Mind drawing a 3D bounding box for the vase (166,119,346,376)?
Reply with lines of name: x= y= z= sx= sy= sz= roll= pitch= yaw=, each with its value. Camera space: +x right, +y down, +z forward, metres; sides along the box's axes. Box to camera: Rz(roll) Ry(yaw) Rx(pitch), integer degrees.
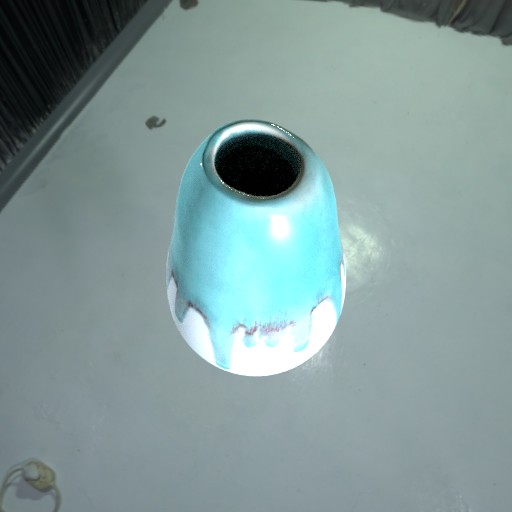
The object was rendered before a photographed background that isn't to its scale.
vase: x=0.000 y=0.000 z=0.258 sx=0.116 sy=0.179 sz=0.116 roll=0 pitch=62 yaw=0
